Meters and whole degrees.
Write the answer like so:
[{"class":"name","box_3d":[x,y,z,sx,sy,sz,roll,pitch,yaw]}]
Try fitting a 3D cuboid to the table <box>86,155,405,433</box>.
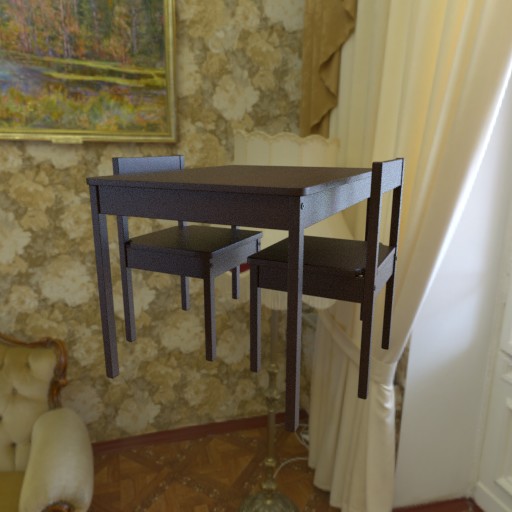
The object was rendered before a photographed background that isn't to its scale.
[{"class":"table","box_3d":[0.000,0.000,1.159,0.672,0.503,0.650,7,16,25]}]
